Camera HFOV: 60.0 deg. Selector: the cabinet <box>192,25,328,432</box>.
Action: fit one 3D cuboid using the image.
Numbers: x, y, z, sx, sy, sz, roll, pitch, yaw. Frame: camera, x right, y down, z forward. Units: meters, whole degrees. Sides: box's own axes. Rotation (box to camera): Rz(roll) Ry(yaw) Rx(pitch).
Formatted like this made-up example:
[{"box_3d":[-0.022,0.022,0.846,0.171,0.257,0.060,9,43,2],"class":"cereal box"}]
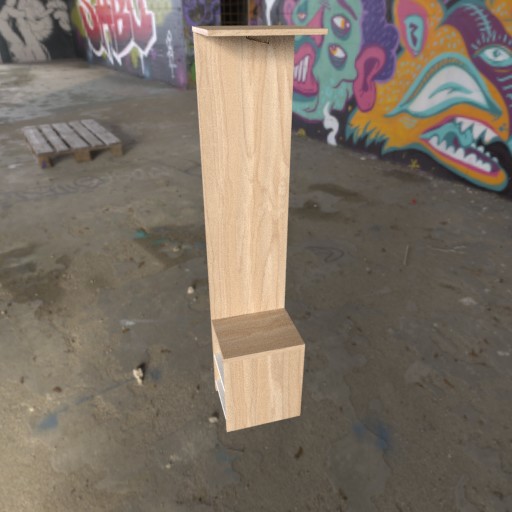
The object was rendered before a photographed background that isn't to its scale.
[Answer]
[{"box_3d":[0.000,0.000,2.049,0.411,1.879,0.338,-8,30,-13],"class":"cabinet"}]
